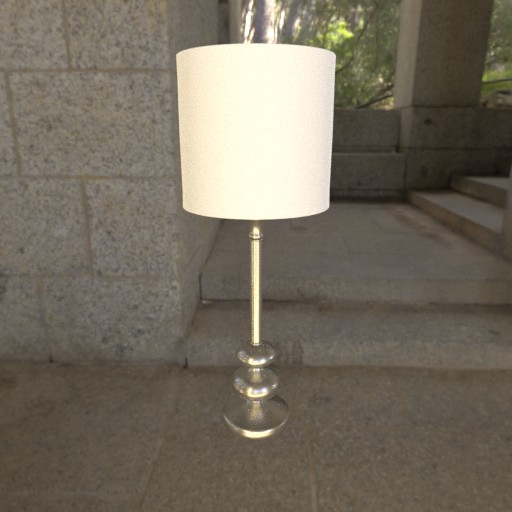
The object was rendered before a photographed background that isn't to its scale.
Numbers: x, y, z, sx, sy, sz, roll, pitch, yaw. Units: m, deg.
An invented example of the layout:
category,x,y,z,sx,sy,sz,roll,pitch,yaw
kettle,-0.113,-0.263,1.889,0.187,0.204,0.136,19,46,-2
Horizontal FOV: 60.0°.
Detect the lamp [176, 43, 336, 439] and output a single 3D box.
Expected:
category,x,y,z,sx,sy,sz,roll,pitch,yaw
lamp,0.000,0.000,0.807,0.254,0.690,0.254,-8,18,-26
